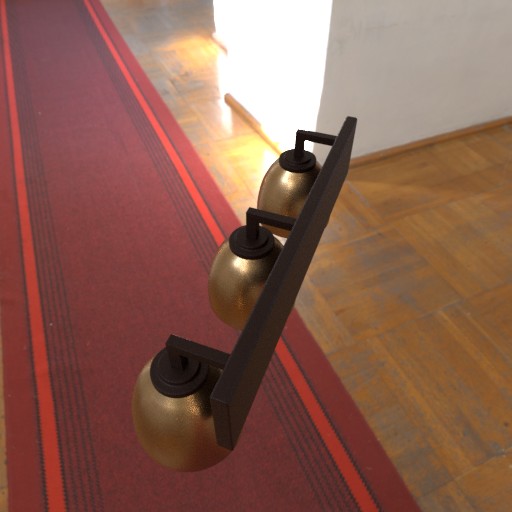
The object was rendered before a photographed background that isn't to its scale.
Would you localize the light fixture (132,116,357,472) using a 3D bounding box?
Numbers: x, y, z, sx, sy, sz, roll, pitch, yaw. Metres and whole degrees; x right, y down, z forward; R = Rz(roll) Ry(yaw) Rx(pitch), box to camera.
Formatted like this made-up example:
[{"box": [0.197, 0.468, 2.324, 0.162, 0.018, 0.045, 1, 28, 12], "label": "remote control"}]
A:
[{"box": [0.000, 0.000, 0.662, 0.157, 0.204, 0.582, 16, 48, 14], "label": "light fixture"}]
